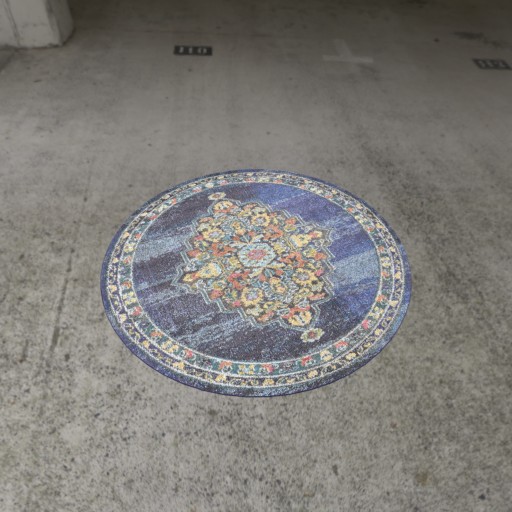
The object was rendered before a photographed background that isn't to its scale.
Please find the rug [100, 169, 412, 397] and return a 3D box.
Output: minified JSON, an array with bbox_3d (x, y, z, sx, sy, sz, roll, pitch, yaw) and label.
[{"bbox_3d":[0.000,0.000,2.333,1.591,0.010,1.591,0,45,0],"label":"rug"}]
